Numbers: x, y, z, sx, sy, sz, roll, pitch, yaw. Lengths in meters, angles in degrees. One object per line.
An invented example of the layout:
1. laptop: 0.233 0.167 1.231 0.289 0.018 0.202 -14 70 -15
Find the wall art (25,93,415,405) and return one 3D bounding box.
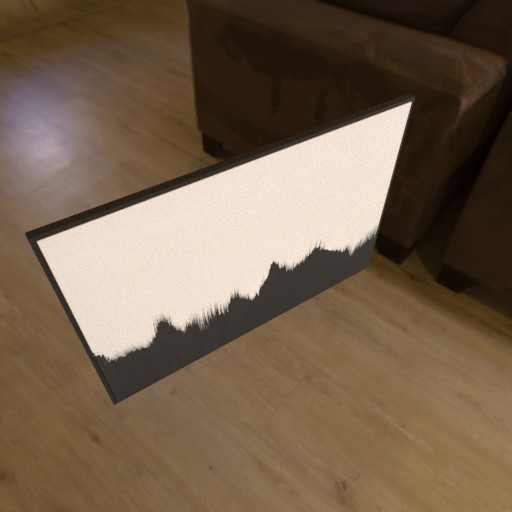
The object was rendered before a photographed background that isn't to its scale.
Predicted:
1. wall art: 0.000 0.000 1.477 1.190 0.805 0.028 -25 51 -22
